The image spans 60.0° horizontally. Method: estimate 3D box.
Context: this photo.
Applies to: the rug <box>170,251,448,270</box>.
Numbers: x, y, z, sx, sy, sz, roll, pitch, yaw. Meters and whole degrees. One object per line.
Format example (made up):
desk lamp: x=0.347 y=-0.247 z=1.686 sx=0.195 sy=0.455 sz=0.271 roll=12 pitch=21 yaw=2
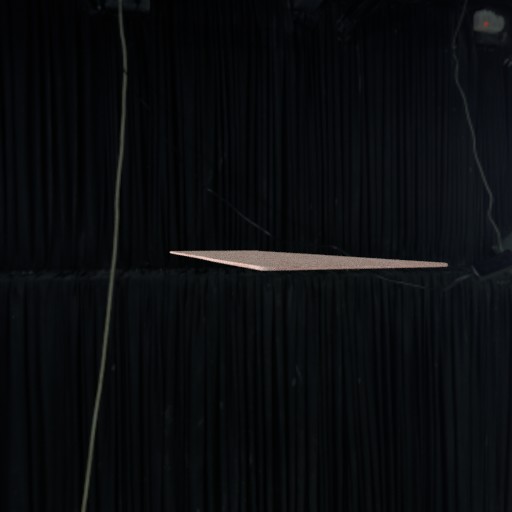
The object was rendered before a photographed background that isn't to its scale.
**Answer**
rug: x=0.000 y=0.000 z=2.714 sx=0.760 sy=0.015 sz=2.435 roll=-1 pitch=2 yaw=-18
